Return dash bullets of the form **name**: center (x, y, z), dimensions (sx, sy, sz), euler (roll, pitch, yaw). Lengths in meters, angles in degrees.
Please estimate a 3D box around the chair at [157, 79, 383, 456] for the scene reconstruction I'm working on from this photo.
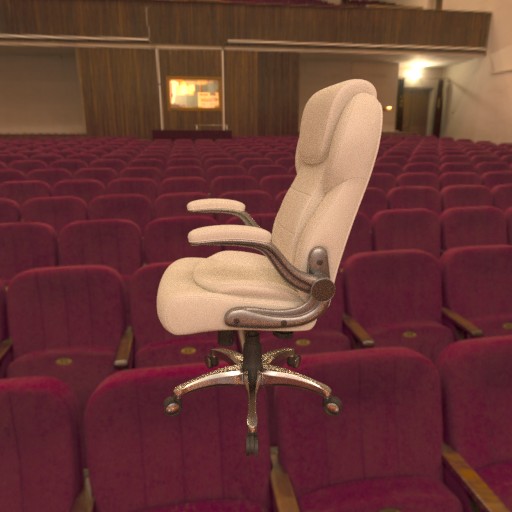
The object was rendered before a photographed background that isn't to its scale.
- **chair**: center (0.000, 0.000, 1.805), dimensions (0.806, 1.330, 0.755), euler (-2, 15, -9)
